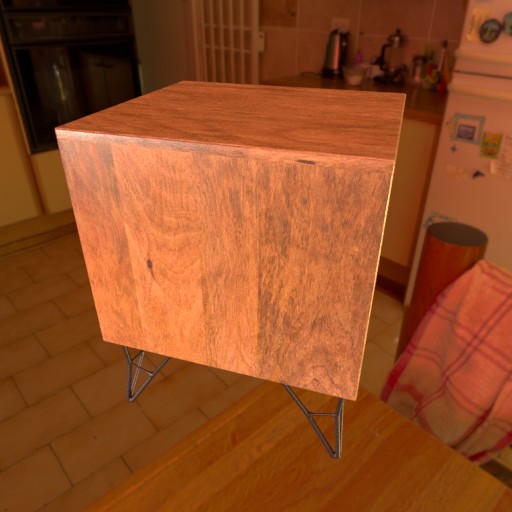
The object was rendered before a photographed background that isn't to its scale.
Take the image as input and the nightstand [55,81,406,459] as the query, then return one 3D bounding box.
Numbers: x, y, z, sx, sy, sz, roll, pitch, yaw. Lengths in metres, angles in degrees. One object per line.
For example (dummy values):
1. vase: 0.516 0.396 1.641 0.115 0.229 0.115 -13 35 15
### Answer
1. nightstand: 0.000 0.000 0.861 0.457 0.559 0.406 9 32 15
